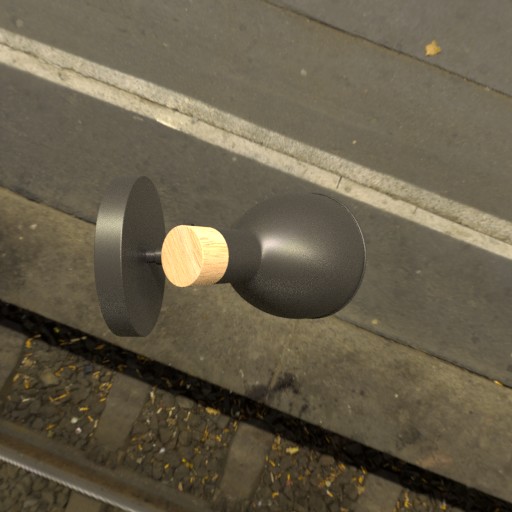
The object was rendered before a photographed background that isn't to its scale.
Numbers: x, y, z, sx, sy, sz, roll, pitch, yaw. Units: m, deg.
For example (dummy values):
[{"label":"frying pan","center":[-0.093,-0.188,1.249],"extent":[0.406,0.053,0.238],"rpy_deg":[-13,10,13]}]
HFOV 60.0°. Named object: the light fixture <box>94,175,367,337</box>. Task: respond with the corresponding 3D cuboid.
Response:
[{"label":"light fixture","center":[0.000,0.000,0.481],"extent":[0.203,0.401,0.127],"rpy_deg":[0,90,2]}]
